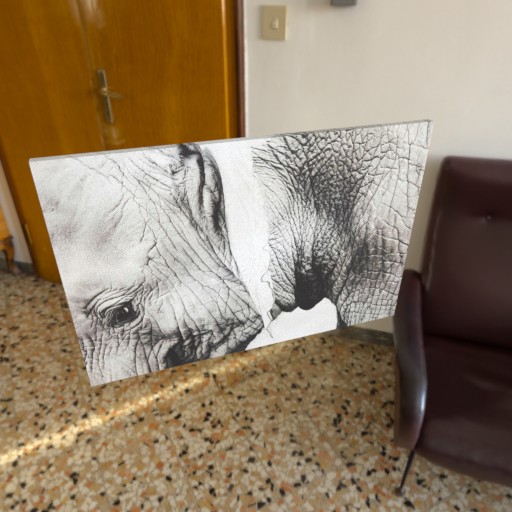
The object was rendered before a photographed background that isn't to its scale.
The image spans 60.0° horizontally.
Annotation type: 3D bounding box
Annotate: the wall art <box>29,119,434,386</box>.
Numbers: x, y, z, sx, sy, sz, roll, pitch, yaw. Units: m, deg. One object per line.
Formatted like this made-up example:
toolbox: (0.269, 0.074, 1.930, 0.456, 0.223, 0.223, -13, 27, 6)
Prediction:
wall art: (0.000, 0.000, 1.128, 0.914, 0.607, 0.023, -10, 33, -16)
